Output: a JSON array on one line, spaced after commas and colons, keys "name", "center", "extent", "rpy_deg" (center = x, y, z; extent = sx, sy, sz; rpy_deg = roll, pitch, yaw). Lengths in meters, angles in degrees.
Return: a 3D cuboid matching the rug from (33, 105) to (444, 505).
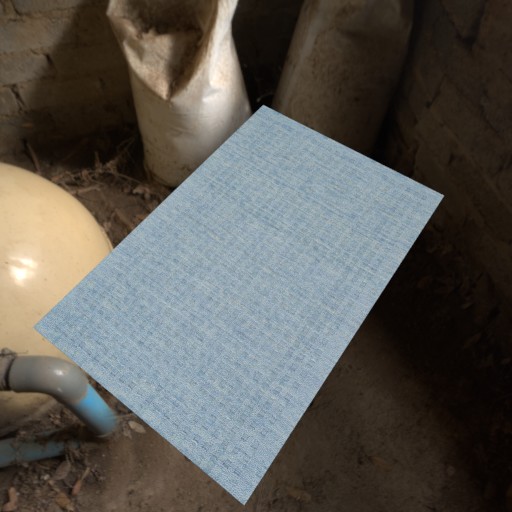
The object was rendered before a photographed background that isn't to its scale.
[{"name": "rug", "center": [0.000, 0.000, 2.798], "extent": [1.522, 0.006, 2.286], "rpy_deg": [32, 65, 17]}]
